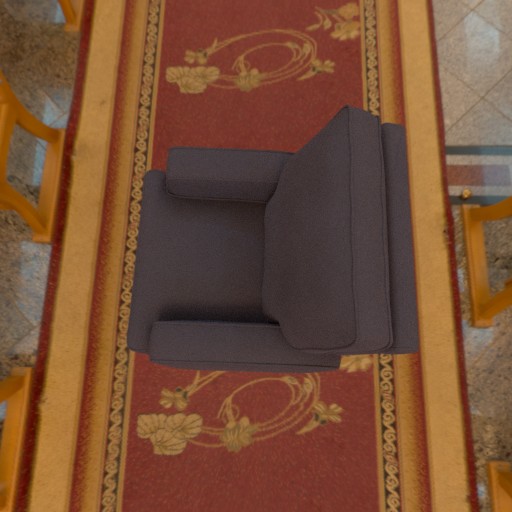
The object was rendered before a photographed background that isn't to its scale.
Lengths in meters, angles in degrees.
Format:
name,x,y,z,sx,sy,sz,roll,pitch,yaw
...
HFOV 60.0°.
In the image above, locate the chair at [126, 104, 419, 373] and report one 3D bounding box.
name,x,y,z,sx,sy,sz,roll,pitch,yaw
chair,0.000,0.000,1.715,0.964,0.962,0.861,2,75,0
